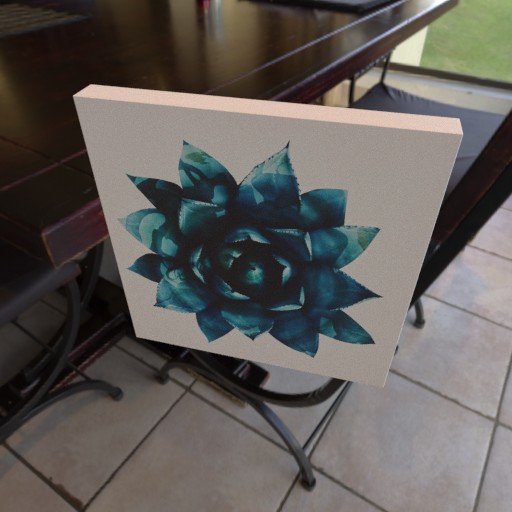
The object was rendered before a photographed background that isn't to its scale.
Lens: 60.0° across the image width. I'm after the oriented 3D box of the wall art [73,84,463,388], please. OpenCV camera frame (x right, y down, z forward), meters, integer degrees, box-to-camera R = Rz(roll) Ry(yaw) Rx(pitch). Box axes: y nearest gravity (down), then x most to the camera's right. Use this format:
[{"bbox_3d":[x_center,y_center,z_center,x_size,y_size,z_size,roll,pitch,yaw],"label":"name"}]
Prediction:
[{"bbox_3d":[0.000,0.000,0.593,0.406,0.406,0.038,9,41,11],"label":"wall art"}]
